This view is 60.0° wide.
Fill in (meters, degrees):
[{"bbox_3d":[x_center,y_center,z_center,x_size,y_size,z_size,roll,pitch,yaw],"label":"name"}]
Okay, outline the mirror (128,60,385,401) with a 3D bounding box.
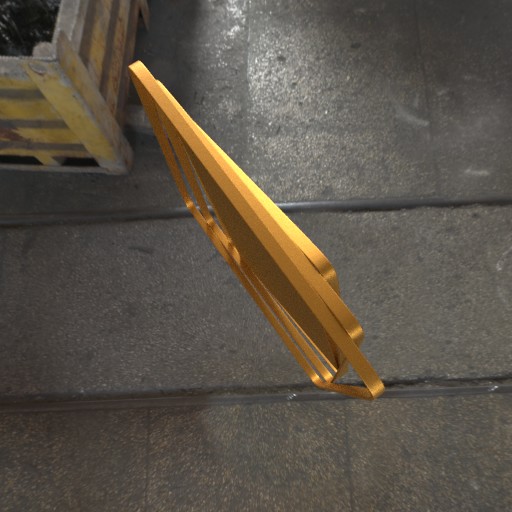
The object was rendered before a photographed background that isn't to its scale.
[{"bbox_3d":[0.000,0.000,0.686,0.045,0.468,0.470,-35,78,-8],"label":"mirror"}]
